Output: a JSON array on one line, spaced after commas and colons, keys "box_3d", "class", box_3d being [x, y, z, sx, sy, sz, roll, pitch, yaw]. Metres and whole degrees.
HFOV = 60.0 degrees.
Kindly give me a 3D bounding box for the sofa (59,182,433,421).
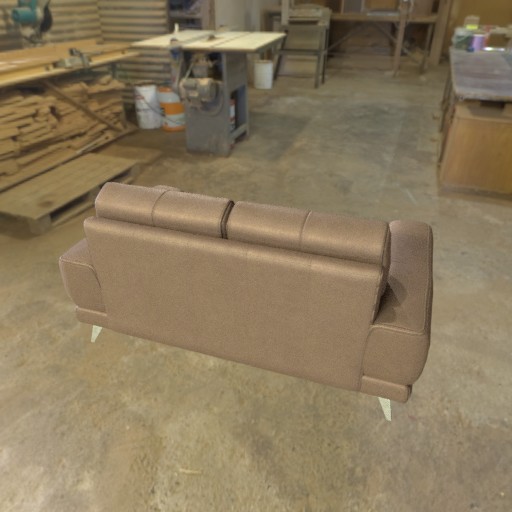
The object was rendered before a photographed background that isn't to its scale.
[{"box_3d": [0.000, 0.000, 2.399, 1.806, 0.907, 1.018, 10, 33, 16], "class": "sofa"}]
